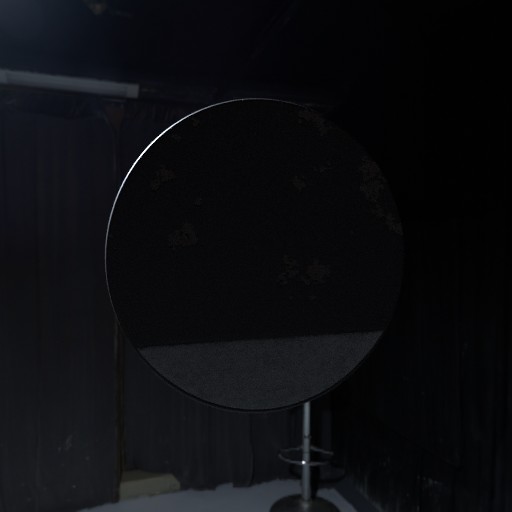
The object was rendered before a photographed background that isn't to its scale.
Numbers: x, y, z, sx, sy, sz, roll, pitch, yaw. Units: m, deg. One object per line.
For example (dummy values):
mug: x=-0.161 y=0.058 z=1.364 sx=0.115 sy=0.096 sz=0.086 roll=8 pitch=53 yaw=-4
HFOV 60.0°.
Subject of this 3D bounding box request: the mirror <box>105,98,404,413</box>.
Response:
mirror: x=0.000 y=0.000 z=0.602 sx=0.386 sy=0.386 sz=0.126 roll=-1 pitch=2 yaw=-18
